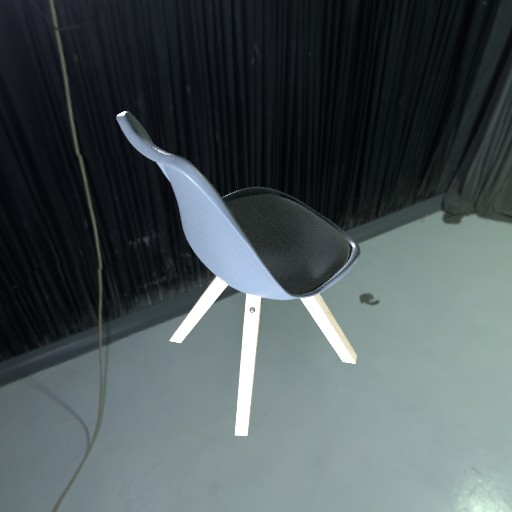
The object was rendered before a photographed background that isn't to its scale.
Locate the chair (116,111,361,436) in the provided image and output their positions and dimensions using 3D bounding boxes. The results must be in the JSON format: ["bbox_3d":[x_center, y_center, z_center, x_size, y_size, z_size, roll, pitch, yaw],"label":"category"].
[{"bbox_3d":[0.000,0.000,1.219,0.550,0.850,0.485,-24,46,-26],"label":"chair"}]
